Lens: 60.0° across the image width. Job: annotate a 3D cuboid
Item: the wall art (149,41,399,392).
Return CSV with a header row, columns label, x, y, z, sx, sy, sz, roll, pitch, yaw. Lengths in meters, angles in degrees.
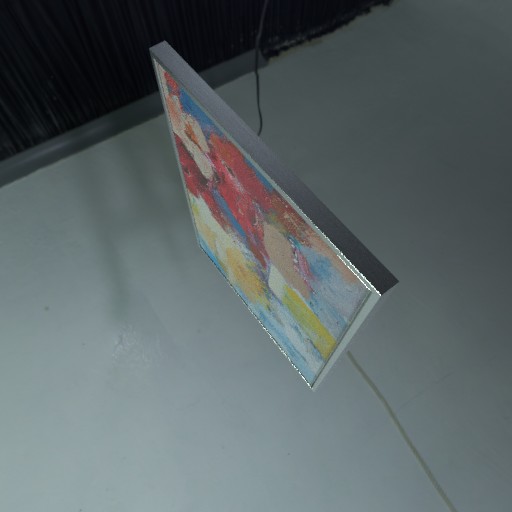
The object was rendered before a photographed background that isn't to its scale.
label,x,y,z,sx,sy,sz,roll,pitch,yaw
wall art,0.000,0.000,0.774,0.025,0.569,0.444,-34,68,-15
